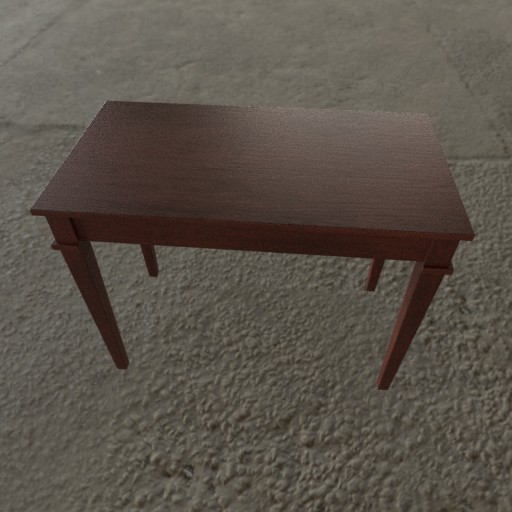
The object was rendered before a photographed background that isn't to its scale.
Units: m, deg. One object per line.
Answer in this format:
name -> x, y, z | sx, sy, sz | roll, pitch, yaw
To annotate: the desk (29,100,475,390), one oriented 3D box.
desk -> 0.000, 0.000, 1.451 | 1.001, 0.762, 0.549 | 4, 45, 4
